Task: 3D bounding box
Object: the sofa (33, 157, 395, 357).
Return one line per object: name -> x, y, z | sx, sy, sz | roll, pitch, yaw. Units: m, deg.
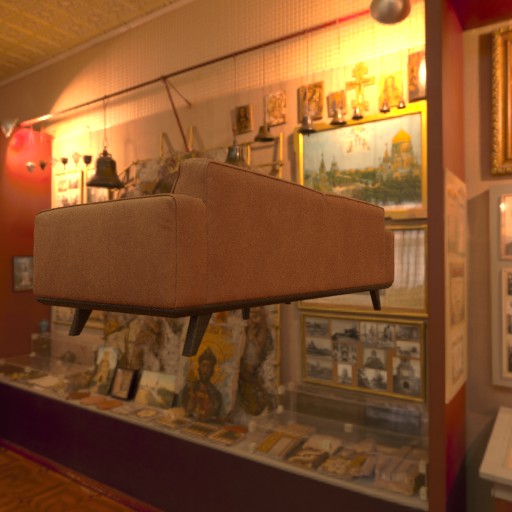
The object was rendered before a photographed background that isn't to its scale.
sofa -> 0.000, 0.000, 2.690 | 0.953, 0.780, 2.270 | -1, -1, 36
